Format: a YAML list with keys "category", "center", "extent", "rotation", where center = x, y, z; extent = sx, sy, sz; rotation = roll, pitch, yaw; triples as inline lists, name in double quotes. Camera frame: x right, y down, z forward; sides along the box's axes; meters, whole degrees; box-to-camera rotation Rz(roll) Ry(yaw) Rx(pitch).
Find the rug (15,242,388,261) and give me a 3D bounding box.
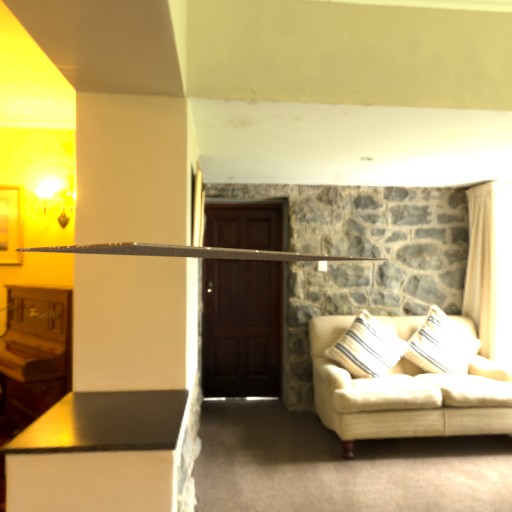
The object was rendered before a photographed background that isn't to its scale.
- category: "rug"
  center: [0.000, 0.000, 2.669]
  extent: [0.773, 0.012, 2.464]
  rotation: [-1, -2, 35]
